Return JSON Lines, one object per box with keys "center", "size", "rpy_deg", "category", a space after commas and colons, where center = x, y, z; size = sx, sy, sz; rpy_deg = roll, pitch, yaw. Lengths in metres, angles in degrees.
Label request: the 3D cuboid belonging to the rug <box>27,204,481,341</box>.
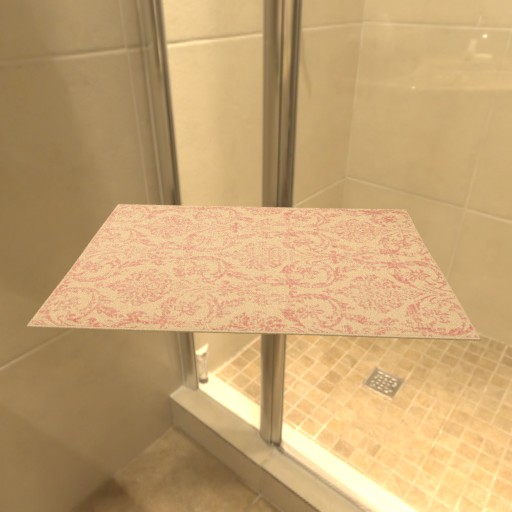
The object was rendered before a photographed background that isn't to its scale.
{"center": [0.000, 0.000, 3.451], "size": [2.746, 0.018, 1.819], "rpy_deg": [1, 31, 2], "category": "rug"}
